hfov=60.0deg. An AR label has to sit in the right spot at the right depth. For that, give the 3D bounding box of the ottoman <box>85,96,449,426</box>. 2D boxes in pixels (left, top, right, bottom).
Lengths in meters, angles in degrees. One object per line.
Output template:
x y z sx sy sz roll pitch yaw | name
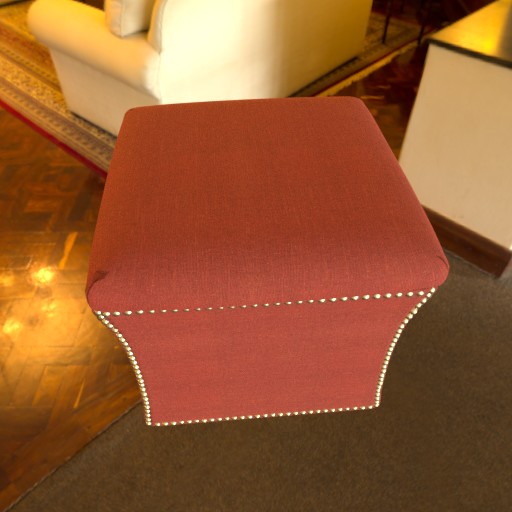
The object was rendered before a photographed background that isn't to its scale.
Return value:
0.000 0.000 0.886 0.507 0.475 0.497 -3 47 -3 | ottoman
